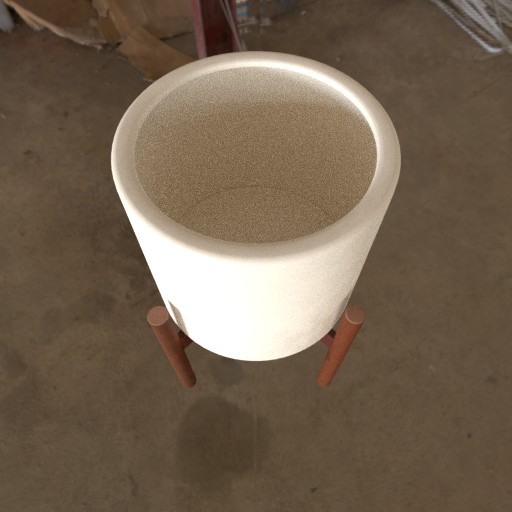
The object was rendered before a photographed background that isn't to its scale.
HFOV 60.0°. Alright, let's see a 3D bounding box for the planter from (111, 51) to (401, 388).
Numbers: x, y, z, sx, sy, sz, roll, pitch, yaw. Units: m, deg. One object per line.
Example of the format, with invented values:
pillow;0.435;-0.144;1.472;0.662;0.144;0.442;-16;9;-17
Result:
planter;0.000;0.000;0.497;0.224;0.358;0.224;-1;59;0
